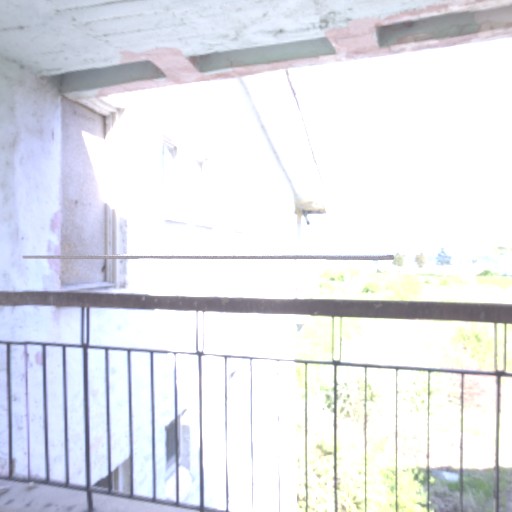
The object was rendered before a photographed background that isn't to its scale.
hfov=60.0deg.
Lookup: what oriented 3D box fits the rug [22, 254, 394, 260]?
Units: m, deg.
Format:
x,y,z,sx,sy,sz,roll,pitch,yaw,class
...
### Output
x,y,z,sx,sy,sz,roll,pitch,yaw,class
0.000,0.000,4.098,2.434,0.032,3.007,0,0,17,rug
